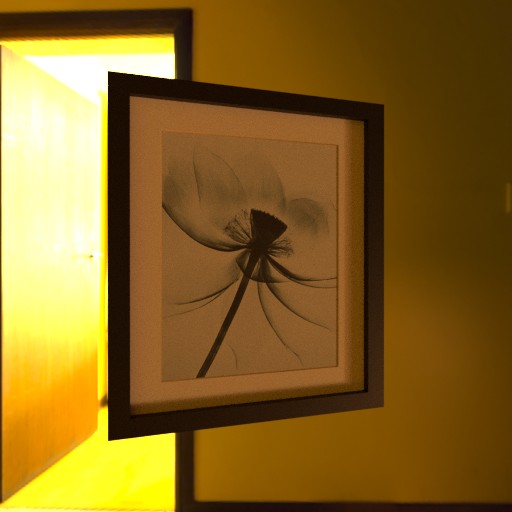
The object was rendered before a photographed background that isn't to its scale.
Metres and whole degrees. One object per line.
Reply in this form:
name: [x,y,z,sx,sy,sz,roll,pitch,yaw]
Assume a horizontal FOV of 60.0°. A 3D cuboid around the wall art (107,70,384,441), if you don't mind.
wall art: [0.000,0.000,0.520,0.330,0.381,0.029,0,0,-18]
